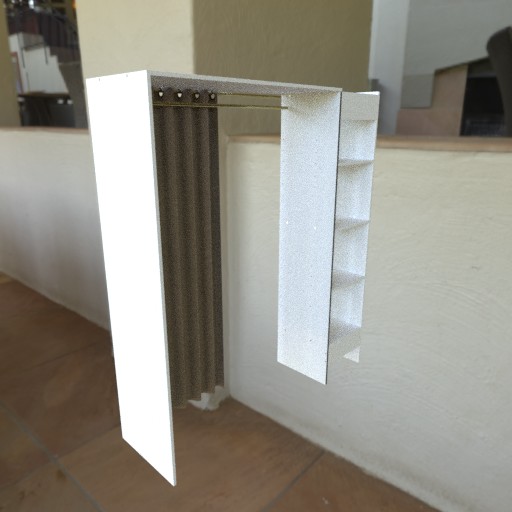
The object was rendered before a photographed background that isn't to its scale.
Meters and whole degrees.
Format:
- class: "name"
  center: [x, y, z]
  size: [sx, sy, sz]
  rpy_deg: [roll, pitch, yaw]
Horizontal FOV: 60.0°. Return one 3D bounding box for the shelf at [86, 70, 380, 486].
- class: "shelf"
  center: [0.000, 0.000, 2.538]
  size: [0.500, 1.820, 1.600]
  rpy_deg: [16, 23, 43]
